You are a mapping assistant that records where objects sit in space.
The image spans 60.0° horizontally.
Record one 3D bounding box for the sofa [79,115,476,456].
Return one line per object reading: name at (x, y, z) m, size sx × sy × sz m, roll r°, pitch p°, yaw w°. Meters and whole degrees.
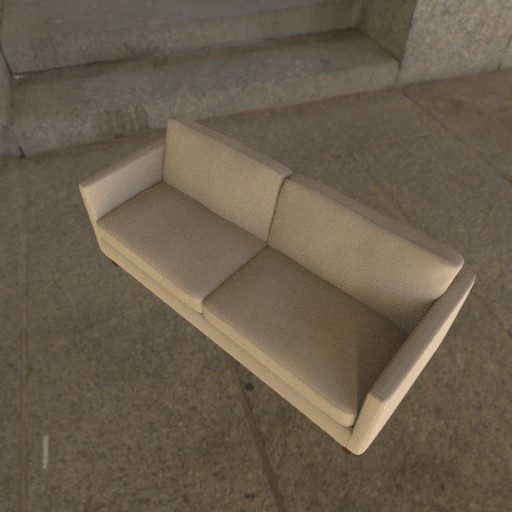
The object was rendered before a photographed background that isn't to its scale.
sofa at (0.000, 0.000, 2.662) m, size 2.181 × 0.932 × 0.948 m, roll 33°, pitch 55°, yaw 27°
